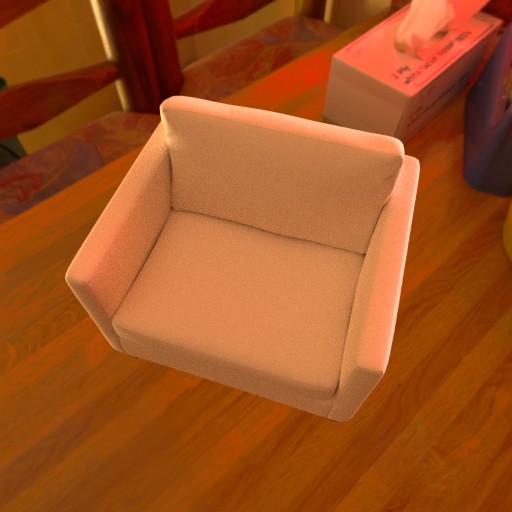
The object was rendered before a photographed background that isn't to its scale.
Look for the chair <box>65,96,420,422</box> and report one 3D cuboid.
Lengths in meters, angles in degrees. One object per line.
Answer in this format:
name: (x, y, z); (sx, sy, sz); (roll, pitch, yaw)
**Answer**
chair: (0.000, 0.000, 1.691); (1.019, 0.885, 0.878); (15, 59, 9)
